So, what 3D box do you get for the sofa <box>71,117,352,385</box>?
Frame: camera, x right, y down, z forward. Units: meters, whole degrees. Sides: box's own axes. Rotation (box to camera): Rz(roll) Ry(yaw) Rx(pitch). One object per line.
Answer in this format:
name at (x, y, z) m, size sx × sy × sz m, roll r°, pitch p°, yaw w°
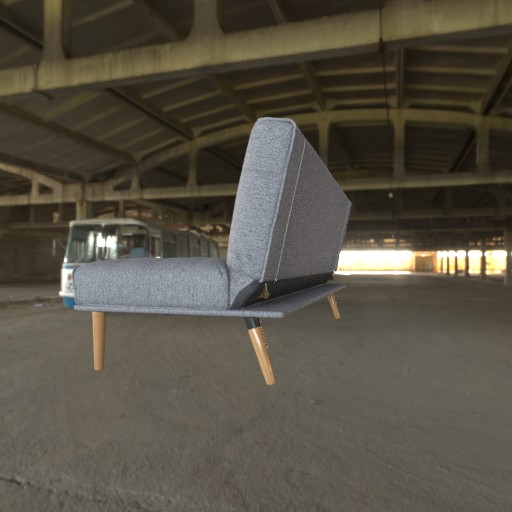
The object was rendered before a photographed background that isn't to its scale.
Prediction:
sofa at (0.000, 0.000, 2.287) m, size 0.810 × 0.830 × 1.820 m, roll 0°, pitch -1°, yaw 17°
